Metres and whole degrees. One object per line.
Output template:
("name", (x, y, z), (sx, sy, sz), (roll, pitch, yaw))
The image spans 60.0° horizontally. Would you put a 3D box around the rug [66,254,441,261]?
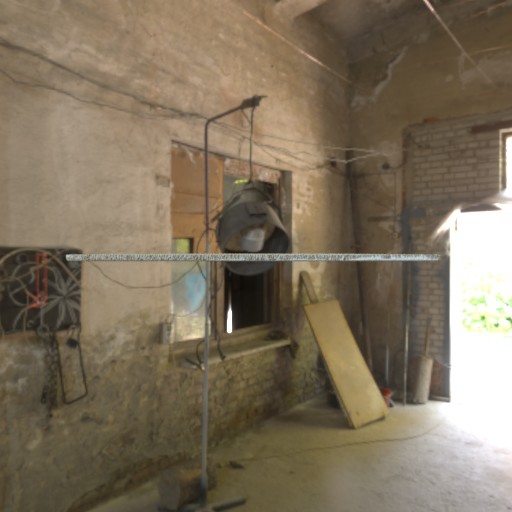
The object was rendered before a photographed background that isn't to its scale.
("rug", (0.000, 0.000, 2.908), (1.500, 0.026, 2.349), (0, 0, 1))
